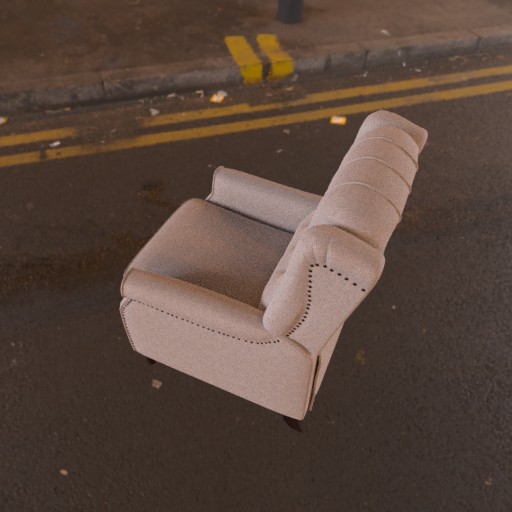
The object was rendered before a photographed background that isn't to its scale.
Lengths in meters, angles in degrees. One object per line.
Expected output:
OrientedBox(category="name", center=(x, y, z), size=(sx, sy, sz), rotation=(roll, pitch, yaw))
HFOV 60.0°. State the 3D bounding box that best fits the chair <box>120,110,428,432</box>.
OrientedBox(category="chair", center=(0.000, 0.000, 1.623), size=(0.902, 1.035, 0.742), rotation=(18, 49, 16))
